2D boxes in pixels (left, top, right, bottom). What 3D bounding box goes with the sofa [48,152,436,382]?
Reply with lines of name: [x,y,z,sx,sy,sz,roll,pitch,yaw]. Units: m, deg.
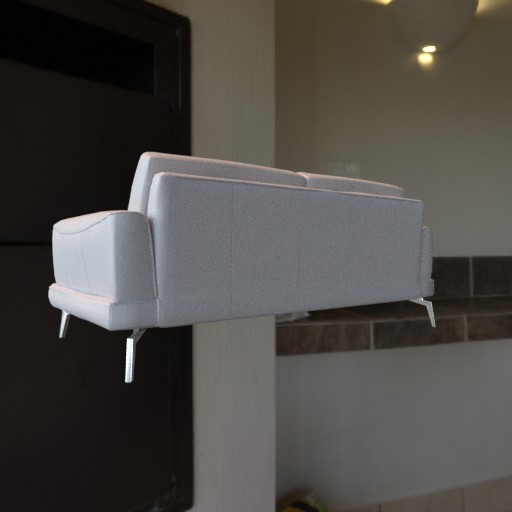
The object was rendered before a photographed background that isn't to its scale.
sofa: [0.000,0.000,2.686,2.177,0.930,1.121,-1,1,-36]
